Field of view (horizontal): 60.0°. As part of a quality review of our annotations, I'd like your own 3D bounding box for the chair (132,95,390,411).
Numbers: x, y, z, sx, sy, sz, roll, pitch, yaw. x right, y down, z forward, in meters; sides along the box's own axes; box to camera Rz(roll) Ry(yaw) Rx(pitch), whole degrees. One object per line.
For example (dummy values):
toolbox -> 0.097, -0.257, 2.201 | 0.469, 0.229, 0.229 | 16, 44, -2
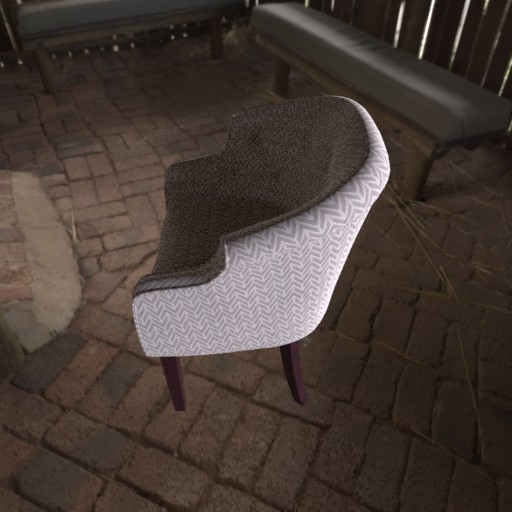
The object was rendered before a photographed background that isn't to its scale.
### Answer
chair -> 0.000, 0.000, 1.337 | 0.613, 0.858, 0.686 | 0, 41, -1
